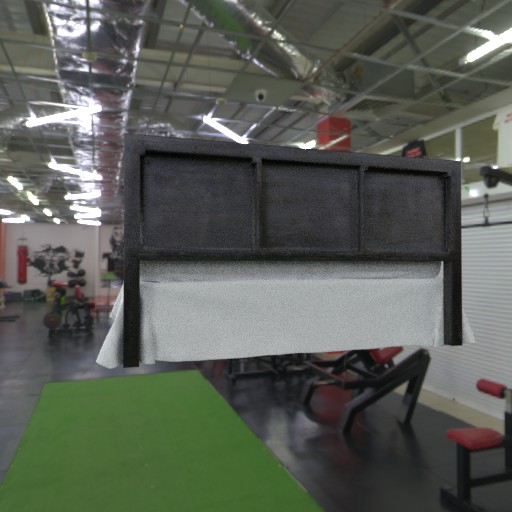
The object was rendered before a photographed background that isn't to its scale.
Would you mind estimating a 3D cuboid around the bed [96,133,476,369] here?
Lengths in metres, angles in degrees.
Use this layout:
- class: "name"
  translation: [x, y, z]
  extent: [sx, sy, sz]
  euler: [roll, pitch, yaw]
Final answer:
- class: "bed"
  translation: [0.000, 0.000, 3.467]
  extent: [2.255, 1.158, 2.165]
  euler: [0, -1, -17]
